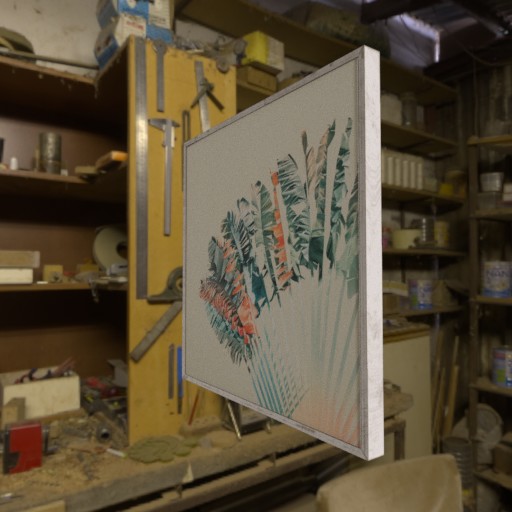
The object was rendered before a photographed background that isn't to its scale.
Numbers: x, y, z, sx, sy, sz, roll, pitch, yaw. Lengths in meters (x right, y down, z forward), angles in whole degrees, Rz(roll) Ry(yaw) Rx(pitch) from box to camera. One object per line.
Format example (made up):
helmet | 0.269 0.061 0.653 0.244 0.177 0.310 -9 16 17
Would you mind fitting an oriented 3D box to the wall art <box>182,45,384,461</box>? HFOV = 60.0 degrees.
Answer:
wall art | 0.000 0.000 0.755 0.029 0.506 0.508 2 -3 -35
